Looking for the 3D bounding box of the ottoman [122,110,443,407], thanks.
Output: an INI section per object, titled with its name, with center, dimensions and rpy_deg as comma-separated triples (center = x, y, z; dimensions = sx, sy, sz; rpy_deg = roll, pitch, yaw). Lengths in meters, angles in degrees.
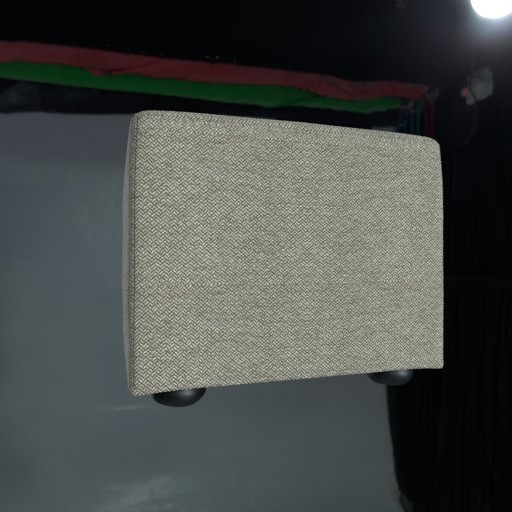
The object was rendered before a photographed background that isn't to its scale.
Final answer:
[ottoman]
center = 0.000, 0.000, 0.906
dimensions = 0.519, 0.453, 0.512
rpy_deg = 0, 0, -18
